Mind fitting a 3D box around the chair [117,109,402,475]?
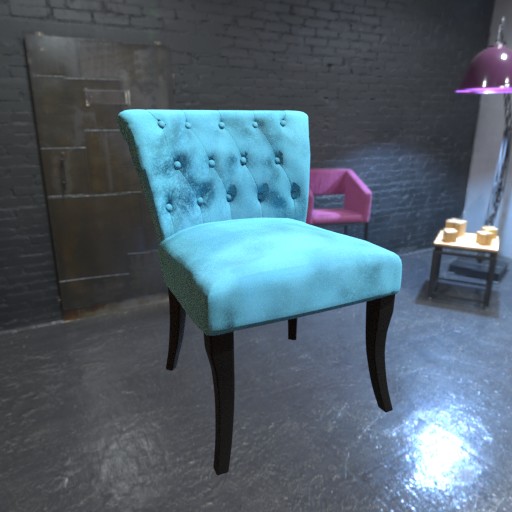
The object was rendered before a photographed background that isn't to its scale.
[{"bbox_3d":[0.000,0.000,1.190,0.582,0.750,0.605,-9,19,-25],"label":"chair"}]
